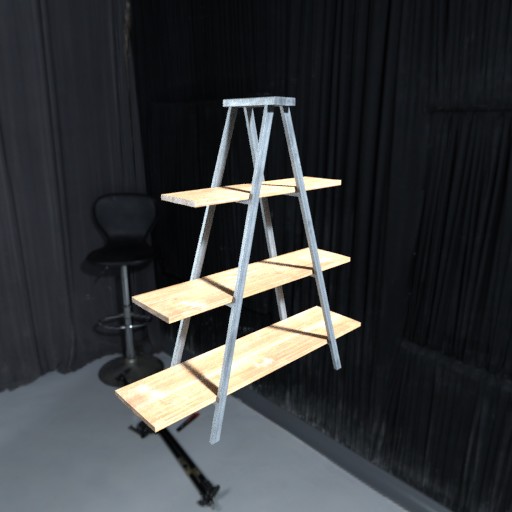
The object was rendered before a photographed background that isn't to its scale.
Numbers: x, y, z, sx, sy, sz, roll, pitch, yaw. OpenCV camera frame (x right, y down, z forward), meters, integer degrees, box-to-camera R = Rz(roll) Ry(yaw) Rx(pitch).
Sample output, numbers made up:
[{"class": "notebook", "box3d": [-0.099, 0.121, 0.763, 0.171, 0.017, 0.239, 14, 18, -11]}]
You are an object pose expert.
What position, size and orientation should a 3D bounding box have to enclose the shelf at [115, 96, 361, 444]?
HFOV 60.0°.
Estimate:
[{"class": "shelf", "box3d": [0.000, 0.000, 2.697, 1.746, 1.808, 0.508, -15, 22, -41]}]
